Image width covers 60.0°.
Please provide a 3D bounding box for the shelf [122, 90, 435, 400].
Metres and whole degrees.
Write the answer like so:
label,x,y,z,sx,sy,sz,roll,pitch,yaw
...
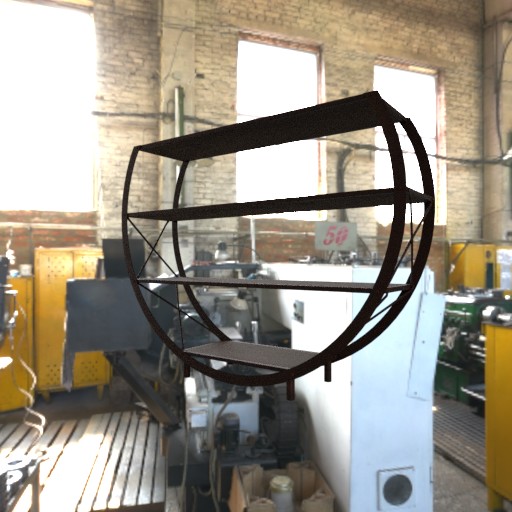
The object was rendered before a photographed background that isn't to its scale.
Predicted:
label,x,y,z,sx,sy,sz,roll,pitch,yaw
shelf,0.000,0.000,1.918,1.403,1.063,0.344,0,-1,36
